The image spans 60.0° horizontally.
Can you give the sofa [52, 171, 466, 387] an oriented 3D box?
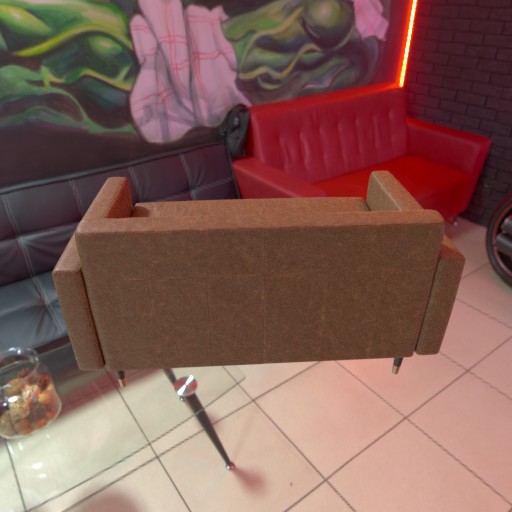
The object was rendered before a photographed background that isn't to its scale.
[{"bbox_3d":[0.000,0.000,2.136,1.549,0.820,0.960,-2,32,-3],"label":"sofa"}]
